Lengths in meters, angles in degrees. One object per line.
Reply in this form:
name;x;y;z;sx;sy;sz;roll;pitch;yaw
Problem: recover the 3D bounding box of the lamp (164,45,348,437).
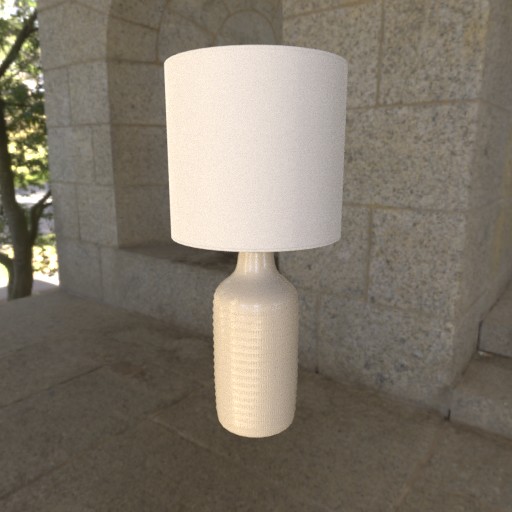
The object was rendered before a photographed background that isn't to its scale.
lamp;0.000;0.000;0.595;0.220;0.475;0.220;2;13;9
